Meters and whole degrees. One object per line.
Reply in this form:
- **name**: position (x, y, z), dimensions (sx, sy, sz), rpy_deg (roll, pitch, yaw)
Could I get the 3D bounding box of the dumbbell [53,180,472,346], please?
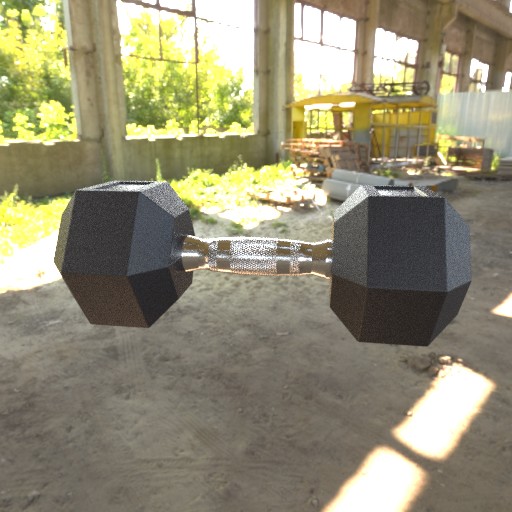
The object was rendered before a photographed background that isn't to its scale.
- **dumbbell**: position (0.000, 0.000, 0.367), dimensions (0.315, 0.113, 0.129), rpy_deg (2, 16, 8)
